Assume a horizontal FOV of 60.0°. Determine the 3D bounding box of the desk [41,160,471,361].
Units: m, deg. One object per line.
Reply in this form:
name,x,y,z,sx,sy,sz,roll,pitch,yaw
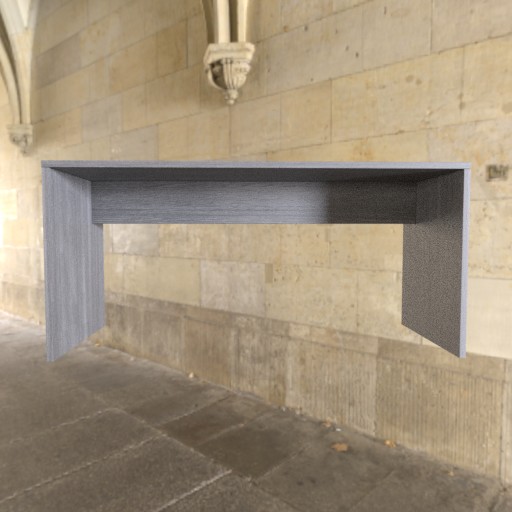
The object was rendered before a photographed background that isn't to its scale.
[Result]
desk,0.000,0.000,2.068,1.600,0.750,0.802,0,3,-2
